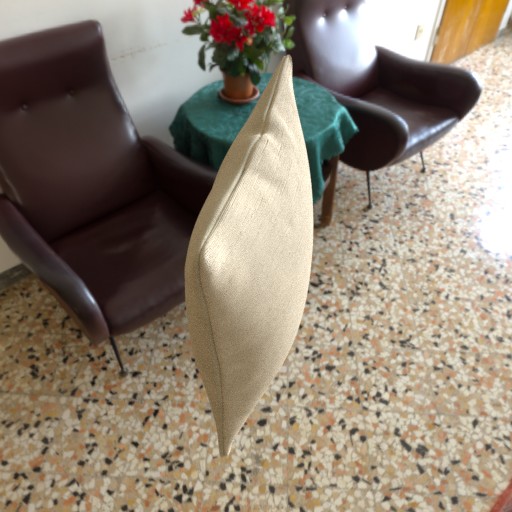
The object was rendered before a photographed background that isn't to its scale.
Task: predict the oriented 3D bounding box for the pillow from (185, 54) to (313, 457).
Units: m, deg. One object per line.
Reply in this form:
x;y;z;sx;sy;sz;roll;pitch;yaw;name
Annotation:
0.000;0.000;0.648;0.162;0.420;0.437;9;46;9;pillow
